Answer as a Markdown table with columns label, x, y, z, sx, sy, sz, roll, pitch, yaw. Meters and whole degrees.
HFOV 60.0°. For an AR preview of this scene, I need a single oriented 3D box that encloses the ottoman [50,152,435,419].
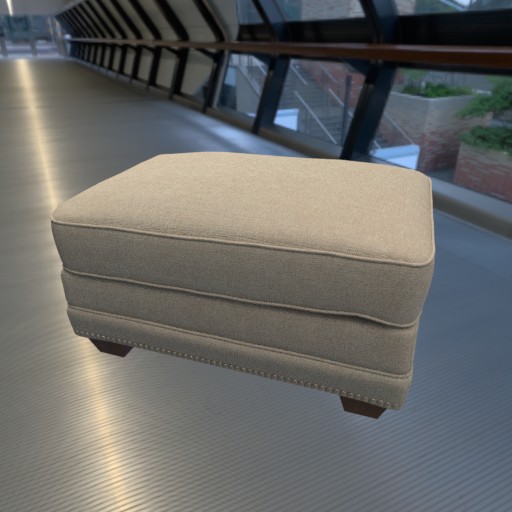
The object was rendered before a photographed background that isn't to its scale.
| label | x | y | z | sx | sy | sz | roll | pitch | yaw |
| --- | --- | --- | --- | --- | --- | --- | --- | --- | --- |
| ottoman | 0.000 | 0.000 | 1.139 | 0.813 | 0.458 | 0.559 | 9 | 29 | 16 |
